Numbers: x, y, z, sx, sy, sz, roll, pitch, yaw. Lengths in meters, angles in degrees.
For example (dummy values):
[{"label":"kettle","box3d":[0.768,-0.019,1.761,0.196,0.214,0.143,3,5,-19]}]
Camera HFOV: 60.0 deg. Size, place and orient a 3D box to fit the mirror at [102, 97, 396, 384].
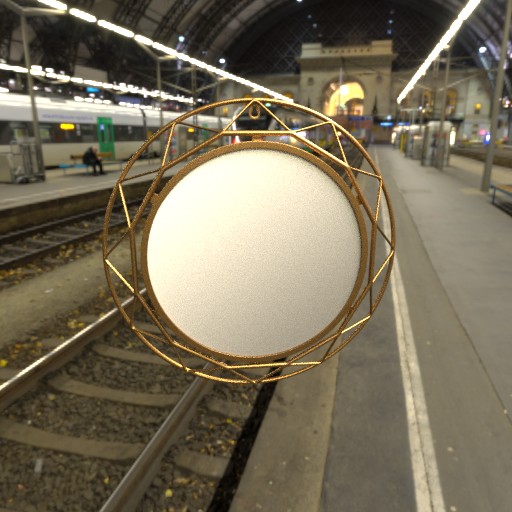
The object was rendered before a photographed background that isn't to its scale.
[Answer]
[{"label":"mirror","box3d":[0.000,0.000,0.668,0.454,0.454,0.043,-2,15,-7]}]
